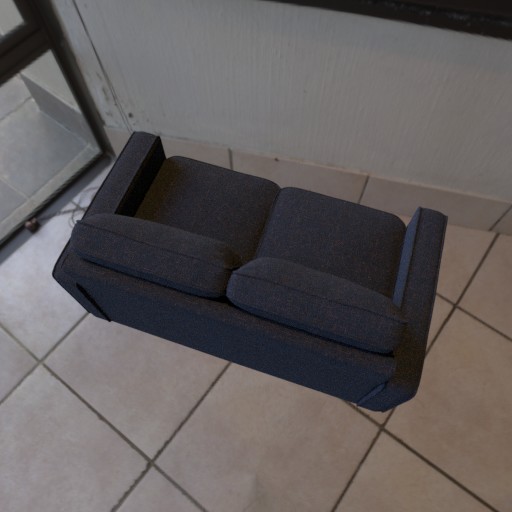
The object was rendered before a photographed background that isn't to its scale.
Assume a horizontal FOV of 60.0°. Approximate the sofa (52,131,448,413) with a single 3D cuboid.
[{"bbox_3d":[0.000,0.000,2.230,1.709,0.918,0.947,17,65,8],"label":"sofa"}]
